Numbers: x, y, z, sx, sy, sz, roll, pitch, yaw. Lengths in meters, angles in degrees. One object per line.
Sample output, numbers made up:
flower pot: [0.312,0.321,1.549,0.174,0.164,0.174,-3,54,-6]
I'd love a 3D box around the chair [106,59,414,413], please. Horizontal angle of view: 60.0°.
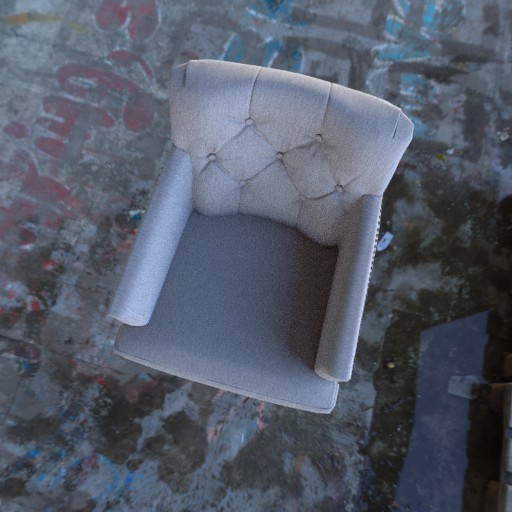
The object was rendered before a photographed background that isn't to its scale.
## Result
chair: [0.000,0.000,1.520,0.737,0.823,0.902,15,74,4]
